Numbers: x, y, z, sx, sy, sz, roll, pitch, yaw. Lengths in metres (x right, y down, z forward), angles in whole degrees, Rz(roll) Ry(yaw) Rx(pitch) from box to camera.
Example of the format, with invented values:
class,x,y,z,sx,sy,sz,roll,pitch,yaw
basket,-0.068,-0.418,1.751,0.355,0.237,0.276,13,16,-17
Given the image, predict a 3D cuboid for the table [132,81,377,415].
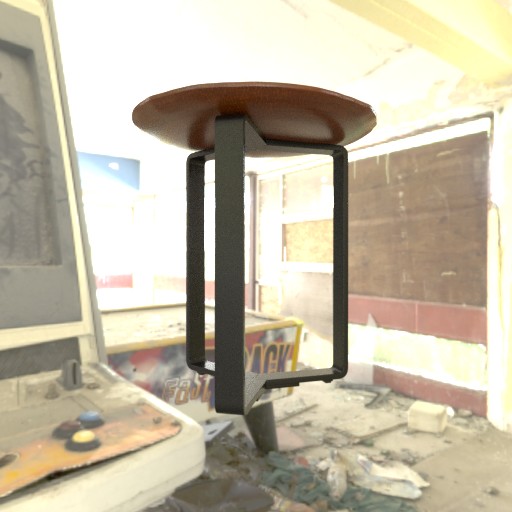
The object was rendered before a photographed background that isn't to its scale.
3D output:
class,x,y,z,sx,sy,sz,roll,pitch,yaw
table,0.000,0.000,0.760,0.410,0.450,0.380,0,0,-17
